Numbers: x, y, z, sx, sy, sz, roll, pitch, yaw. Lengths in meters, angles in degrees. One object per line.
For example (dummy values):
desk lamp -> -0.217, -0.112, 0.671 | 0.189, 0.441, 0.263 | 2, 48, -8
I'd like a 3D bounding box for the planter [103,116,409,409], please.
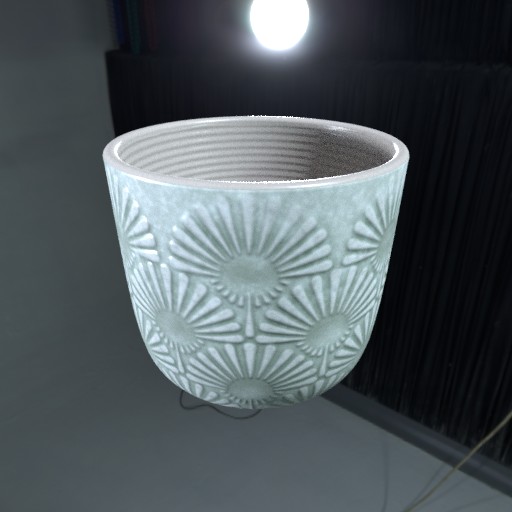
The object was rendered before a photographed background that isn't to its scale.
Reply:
planter -> 0.000, 0.000, 0.211 | 0.124, 0.109, 0.124 | 0, 27, 0
